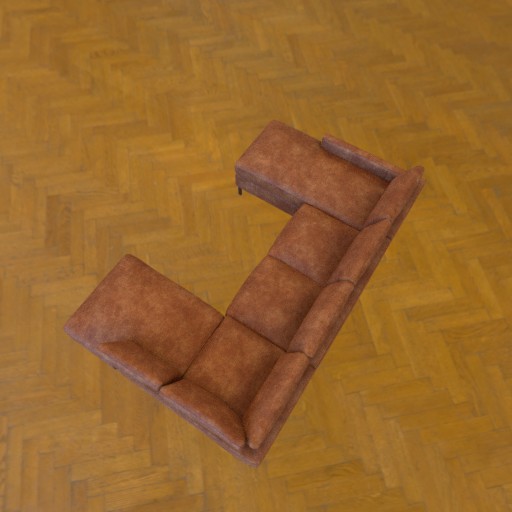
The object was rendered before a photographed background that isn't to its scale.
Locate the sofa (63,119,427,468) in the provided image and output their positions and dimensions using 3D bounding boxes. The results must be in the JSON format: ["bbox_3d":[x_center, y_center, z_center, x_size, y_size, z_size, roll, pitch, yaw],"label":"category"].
[{"bbox_3d":[0.000,0.000,4.025,1.939,0.900,2.956,30,67,14],"label":"sofa"}]
